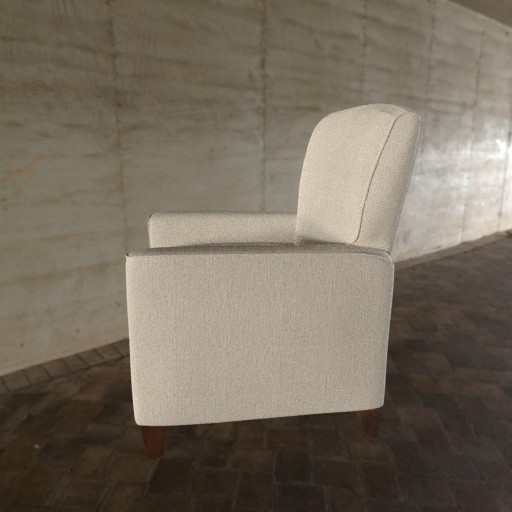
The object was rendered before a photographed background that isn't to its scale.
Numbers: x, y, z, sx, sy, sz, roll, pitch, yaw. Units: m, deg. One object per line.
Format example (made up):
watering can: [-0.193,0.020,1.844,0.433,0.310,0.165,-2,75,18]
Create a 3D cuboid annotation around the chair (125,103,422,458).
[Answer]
chair: [0.000,0.000,1.602,0.858,1.028,0.841,-2,14,-8]
